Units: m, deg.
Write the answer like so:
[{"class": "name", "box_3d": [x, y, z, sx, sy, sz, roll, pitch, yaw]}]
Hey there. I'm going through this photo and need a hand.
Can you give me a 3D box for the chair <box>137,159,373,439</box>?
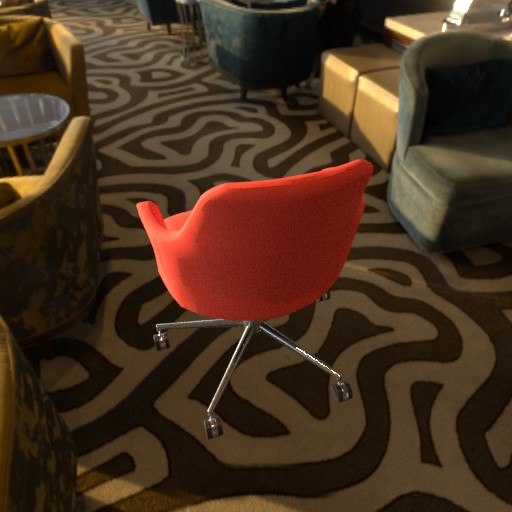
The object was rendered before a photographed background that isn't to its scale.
[{"class": "chair", "box_3d": [0.000, 0.000, 1.257, 0.655, 0.820, 0.600, -13, 43, -14]}]
